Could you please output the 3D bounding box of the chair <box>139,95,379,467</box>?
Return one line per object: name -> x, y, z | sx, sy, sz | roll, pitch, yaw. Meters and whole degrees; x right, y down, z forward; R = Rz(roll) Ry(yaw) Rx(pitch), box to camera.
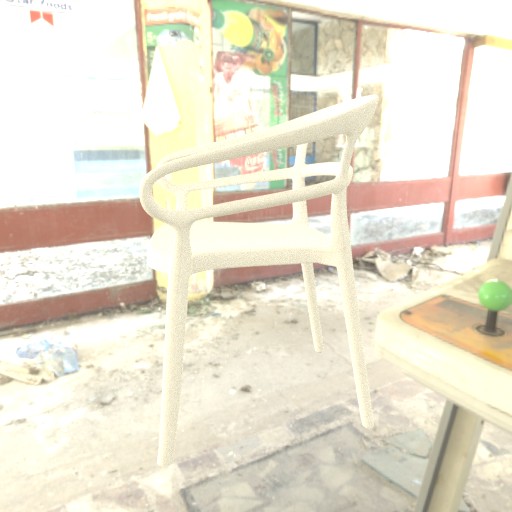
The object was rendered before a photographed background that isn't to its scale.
chair -> 0.000, 0.000, 1.111 | 0.527, 0.761, 0.559 | -2, 15, -9
